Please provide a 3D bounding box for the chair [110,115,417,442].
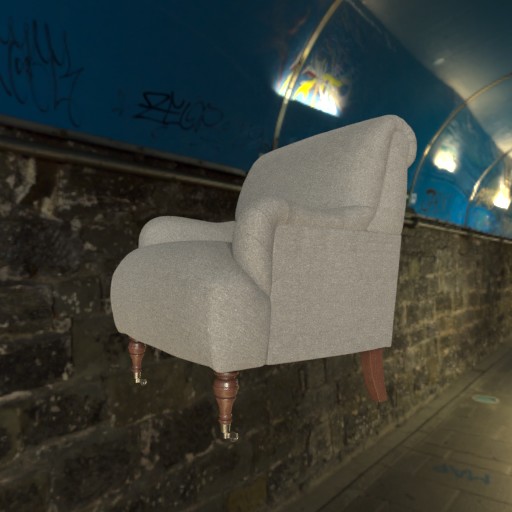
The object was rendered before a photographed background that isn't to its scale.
[{"bbox_3d":[0.000,0.000,1.542,0.843,0.942,0.766,0,0,-35],"label":"chair"}]
